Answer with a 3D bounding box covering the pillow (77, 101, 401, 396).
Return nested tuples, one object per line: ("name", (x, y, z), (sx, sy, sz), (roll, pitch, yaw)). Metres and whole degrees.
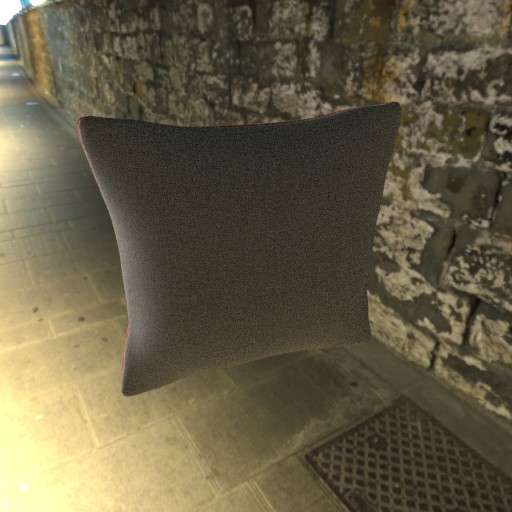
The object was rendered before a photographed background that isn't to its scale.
("pillow", (0.000, 0.000, 0.653), (0.437, 0.419, 0.136), (-8, 28, -16))
